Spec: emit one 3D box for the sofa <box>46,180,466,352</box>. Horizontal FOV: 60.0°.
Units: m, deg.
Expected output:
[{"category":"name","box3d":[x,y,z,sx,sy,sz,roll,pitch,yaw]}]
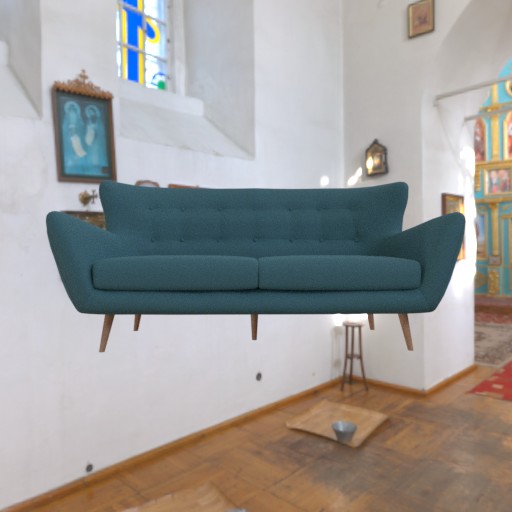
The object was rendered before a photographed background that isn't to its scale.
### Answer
[{"category":"sofa","box3d":[0.000,0.000,2.409,1.930,0.890,0.889,0,0,-1]}]
